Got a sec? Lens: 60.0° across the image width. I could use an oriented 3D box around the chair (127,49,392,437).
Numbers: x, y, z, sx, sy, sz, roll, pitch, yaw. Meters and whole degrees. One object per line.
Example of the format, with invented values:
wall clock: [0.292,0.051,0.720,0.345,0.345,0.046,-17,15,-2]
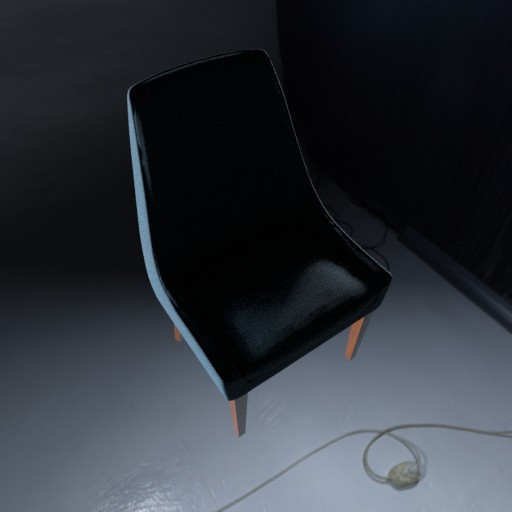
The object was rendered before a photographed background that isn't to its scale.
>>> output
chair: [0.000,0.000,1.187,0.529,0.861,0.544,-27,53,-22]
